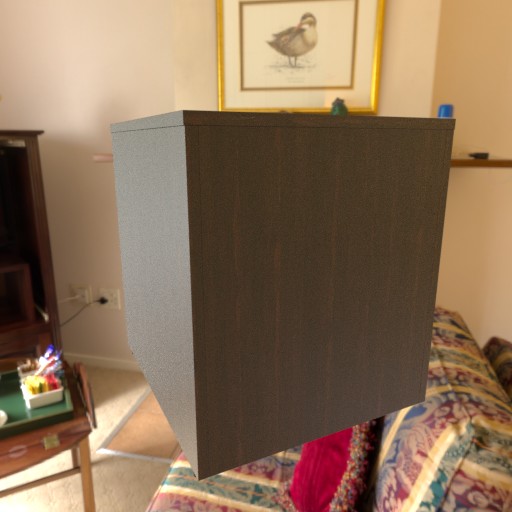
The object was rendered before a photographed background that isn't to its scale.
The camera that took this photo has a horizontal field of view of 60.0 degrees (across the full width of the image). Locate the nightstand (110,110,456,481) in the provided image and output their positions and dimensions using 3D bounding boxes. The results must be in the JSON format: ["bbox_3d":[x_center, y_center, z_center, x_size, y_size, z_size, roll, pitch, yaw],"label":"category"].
[{"bbox_3d":[0.000,0.000,0.795,0.400,0.460,0.461,-7,16,-26],"label":"nightstand"}]
